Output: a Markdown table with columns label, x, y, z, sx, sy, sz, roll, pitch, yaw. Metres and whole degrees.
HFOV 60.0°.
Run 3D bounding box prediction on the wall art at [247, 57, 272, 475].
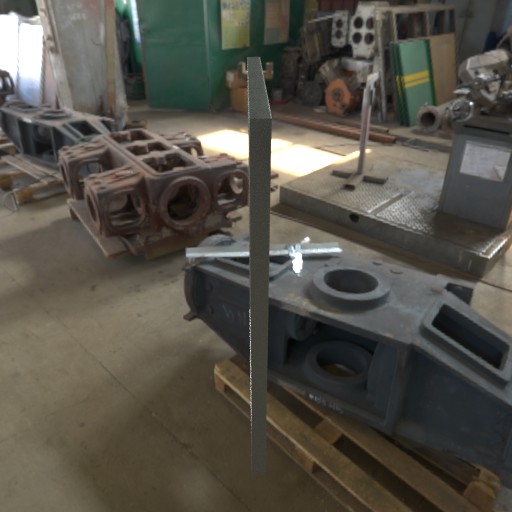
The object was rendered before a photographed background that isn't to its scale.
| label | x | y | z | sx | sy | sz | roll | pitch | yaw |
| --- | --- | --- | --- | --- | --- | --- | --- | --- | --- |
| wall art | 0.000 | 0.000 | 1.409 | 0.041 | 1.062 | 0.803 | -1 | 31 | -1 |
